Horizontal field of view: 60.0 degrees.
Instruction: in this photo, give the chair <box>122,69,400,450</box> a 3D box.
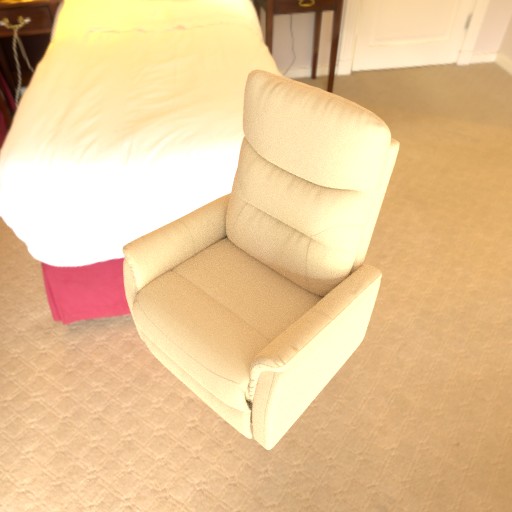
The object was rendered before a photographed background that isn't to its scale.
[{"bbox_3d":[0.000,0.000,1.644,0.775,1.082,0.831,32,53,28],"label":"chair"}]
